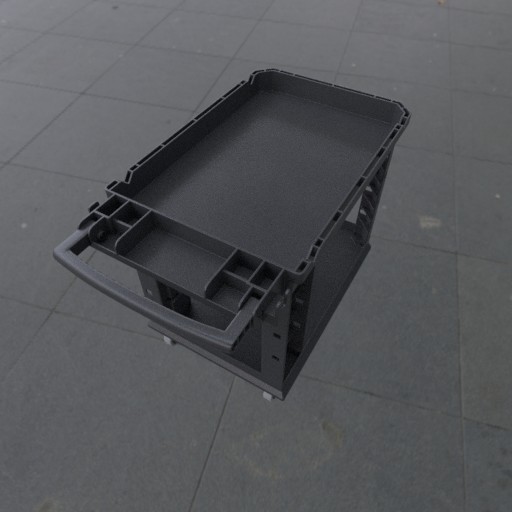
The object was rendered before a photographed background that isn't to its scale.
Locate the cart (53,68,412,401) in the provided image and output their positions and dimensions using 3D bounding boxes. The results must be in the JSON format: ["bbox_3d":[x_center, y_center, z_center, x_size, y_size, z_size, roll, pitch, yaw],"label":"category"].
[{"bbox_3d":[0.000,0.000,1.752,0.674,0.884,1.239,24,52,20],"label":"cart"}]
